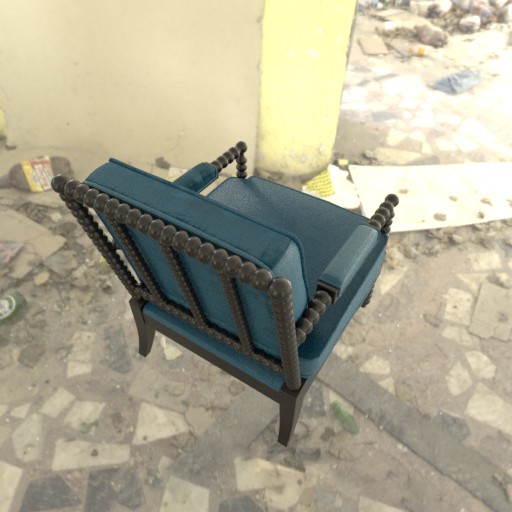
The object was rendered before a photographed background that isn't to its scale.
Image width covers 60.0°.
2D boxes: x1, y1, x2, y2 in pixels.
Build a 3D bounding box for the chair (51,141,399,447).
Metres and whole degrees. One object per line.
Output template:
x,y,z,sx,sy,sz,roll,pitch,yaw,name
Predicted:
0.000,0.000,1.429,0.688,0.857,0.805,25,50,22,chair
